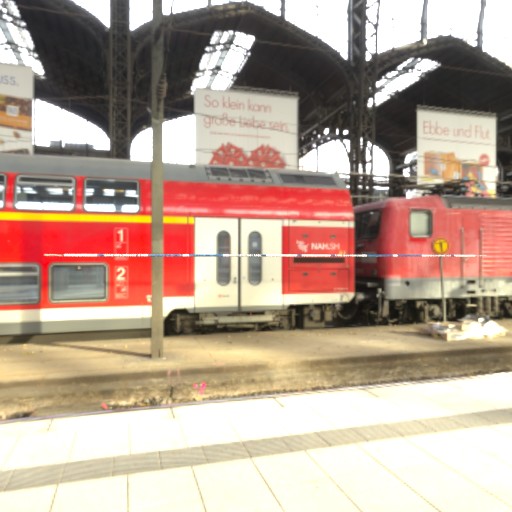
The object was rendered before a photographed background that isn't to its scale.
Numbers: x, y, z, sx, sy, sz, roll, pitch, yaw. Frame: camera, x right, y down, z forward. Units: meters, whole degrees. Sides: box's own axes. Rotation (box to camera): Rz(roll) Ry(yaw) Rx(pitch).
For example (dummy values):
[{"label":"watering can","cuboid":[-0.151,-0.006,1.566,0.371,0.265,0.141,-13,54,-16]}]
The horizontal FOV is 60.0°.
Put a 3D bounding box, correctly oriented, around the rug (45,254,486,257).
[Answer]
[{"label":"rug","cuboid":[0.000,0.000,3.031,2.441,0.010,1.532,0,0,-18]}]
